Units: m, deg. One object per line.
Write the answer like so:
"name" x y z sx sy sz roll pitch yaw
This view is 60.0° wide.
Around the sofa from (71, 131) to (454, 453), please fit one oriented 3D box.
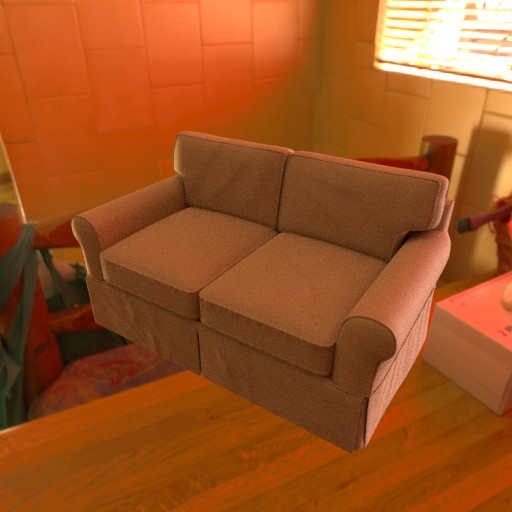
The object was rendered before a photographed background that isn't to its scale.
"sofa" 0.000 0.000 2.296 1.727 0.940 0.991 18 34 29
